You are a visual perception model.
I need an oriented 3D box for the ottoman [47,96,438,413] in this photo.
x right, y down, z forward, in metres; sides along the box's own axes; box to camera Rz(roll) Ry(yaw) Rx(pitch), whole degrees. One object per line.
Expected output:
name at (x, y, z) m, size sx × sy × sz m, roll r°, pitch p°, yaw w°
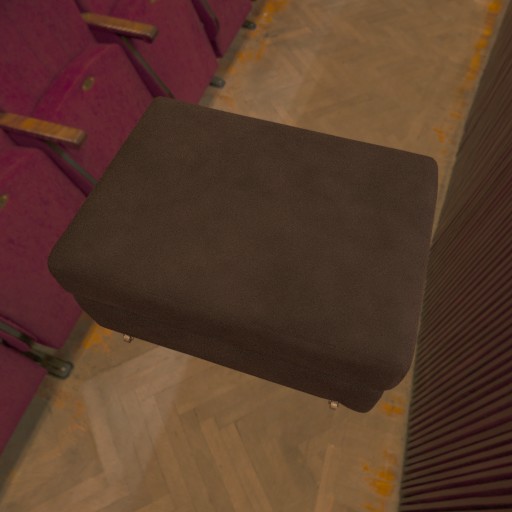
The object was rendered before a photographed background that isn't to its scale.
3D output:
ottoman at (0.000, 0.000, 1.153) m, size 0.773 × 0.497 × 0.574 m, roll 16°, pitch 60°, yaw 9°
